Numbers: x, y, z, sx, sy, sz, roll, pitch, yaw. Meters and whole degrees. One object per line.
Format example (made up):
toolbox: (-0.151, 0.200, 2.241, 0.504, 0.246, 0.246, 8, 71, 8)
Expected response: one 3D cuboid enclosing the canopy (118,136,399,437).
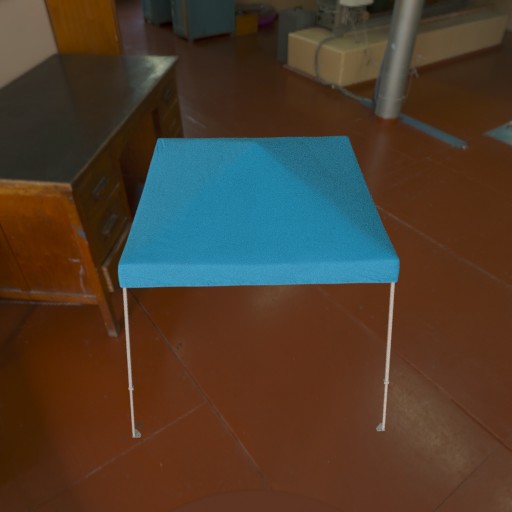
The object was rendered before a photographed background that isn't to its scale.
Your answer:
canopy: (0.000, 0.000, 5.157, 2.848, 2.849, 2.849, -1, 41, -1)
